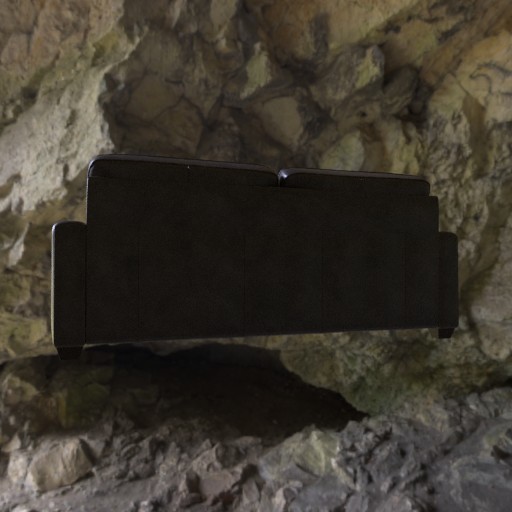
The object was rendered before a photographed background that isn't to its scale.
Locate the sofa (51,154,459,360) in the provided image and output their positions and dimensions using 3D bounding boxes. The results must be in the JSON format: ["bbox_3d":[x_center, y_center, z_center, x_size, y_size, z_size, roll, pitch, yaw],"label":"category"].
[{"bbox_3d":[0.000,0.000,2.578,2.081,0.916,0.939,0,-1,-17],"label":"sofa"}]
